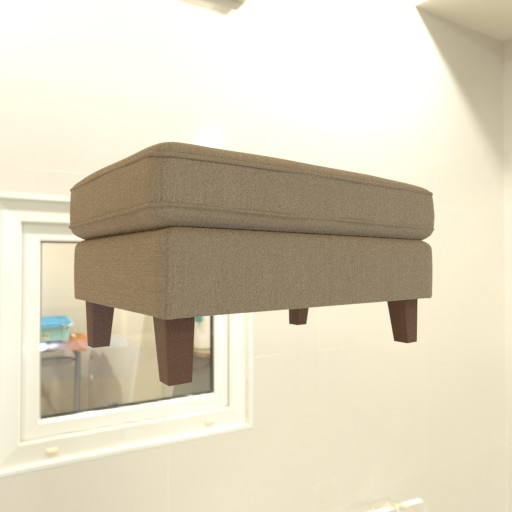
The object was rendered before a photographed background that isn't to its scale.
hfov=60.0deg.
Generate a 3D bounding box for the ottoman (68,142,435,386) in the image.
[{"bbox_3d":[0.000,0.000,1.320,0.945,0.521,0.636,1,-1,-37],"label":"ottoman"}]
